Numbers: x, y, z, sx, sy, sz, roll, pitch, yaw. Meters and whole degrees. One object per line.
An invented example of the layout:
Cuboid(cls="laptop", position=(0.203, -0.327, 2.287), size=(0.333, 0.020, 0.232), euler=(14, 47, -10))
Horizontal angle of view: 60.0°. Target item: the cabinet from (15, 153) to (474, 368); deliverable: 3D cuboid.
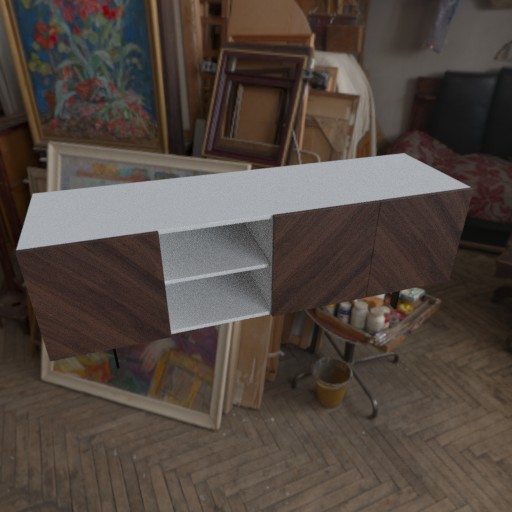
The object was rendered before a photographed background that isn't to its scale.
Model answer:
Cuboid(cls="cabinet", position=(0.000, 0.000, 1.703), size=(1.499, 0.533, 0.431), euler=(-9, 32, -15))
